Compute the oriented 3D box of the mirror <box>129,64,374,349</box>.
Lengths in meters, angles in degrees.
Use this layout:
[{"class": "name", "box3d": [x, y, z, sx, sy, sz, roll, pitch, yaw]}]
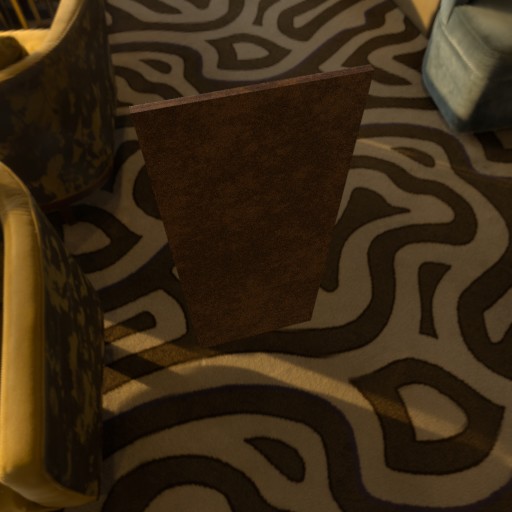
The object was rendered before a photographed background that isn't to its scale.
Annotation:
[{"class": "mirror", "box3d": [0.000, 0.000, 2.290, 0.812, 2.031, 0.032, -13, 59, -8]}]
